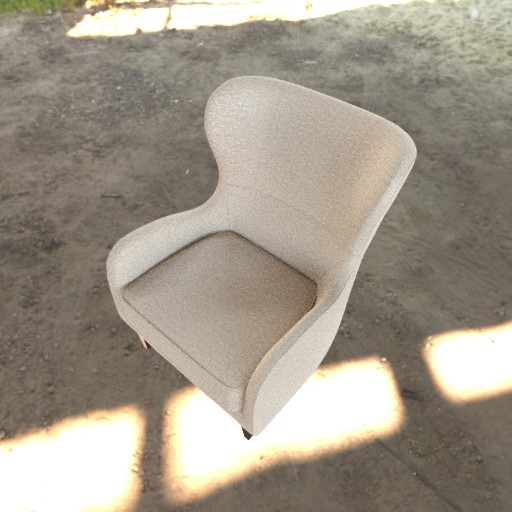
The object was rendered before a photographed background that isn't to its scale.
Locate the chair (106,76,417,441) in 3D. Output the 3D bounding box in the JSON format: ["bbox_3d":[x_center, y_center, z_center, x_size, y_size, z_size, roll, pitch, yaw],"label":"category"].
[{"bbox_3d":[0.000,0.000,1.825,0.861,1.064,0.984,33,54,28],"label":"chair"}]
